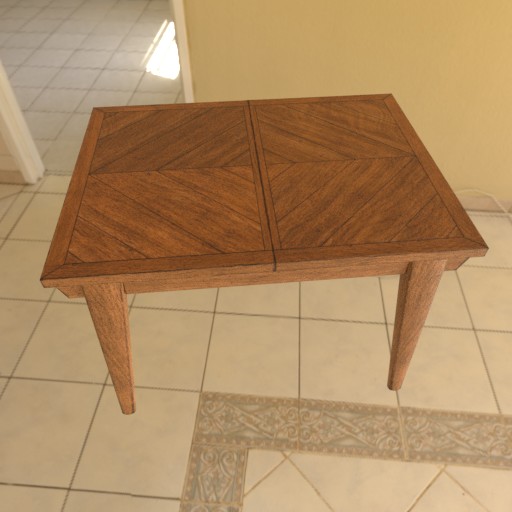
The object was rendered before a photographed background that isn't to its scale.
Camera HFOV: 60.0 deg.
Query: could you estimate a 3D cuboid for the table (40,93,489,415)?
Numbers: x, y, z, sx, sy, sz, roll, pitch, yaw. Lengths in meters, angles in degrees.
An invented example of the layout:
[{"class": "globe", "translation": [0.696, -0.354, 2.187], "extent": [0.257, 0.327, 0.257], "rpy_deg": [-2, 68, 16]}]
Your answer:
[{"class": "table", "translation": [0.000, 0.000, 1.541], "extent": [1.027, 0.760, 0.757], "rpy_deg": [-4, 47, -4]}]
